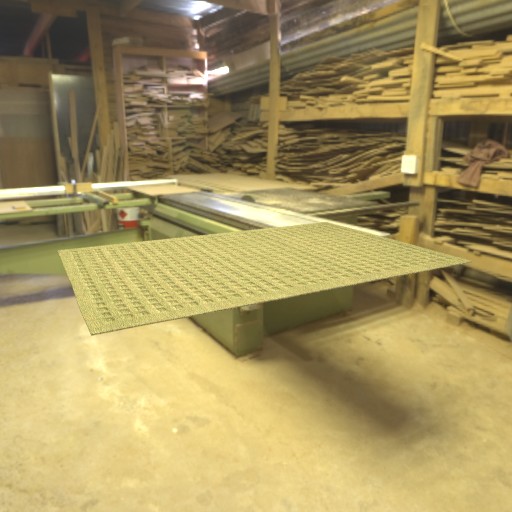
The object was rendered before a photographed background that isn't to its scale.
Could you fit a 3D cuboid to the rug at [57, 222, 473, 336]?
[{"bbox_3d":[0.000,0.000,2.925,2.297,0.007,1.529,-8,17,-27],"label":"rug"}]
